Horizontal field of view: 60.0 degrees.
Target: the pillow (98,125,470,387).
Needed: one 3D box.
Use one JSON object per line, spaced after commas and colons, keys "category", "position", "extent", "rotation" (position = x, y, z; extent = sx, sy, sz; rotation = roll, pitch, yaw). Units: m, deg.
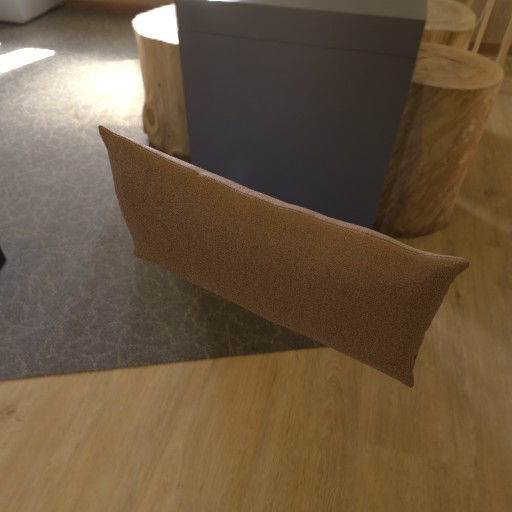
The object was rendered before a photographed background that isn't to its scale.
{"category": "pillow", "position": [0.000, 0.000, 0.739], "extent": [0.612, 0.308, 0.148], "rotation": [23, 50, 21]}
